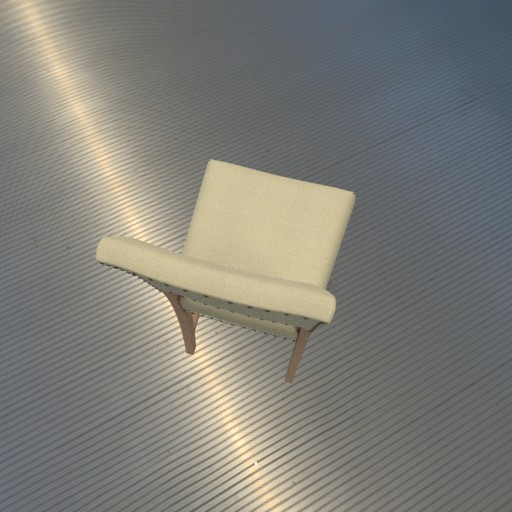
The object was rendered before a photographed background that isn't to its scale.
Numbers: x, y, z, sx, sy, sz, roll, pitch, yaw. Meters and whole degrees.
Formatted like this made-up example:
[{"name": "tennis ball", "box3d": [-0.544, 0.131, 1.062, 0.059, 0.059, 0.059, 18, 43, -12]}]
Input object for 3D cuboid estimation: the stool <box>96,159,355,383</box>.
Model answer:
[{"name": "stool", "box3d": [0.000, 0.000, 1.323, 0.508, 0.986, 0.623, 14, 66, 7]}]
